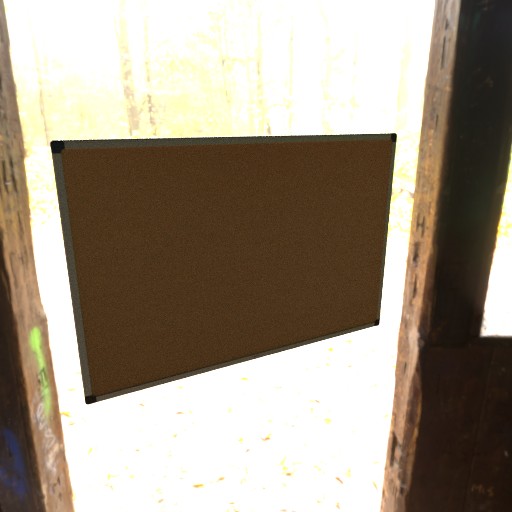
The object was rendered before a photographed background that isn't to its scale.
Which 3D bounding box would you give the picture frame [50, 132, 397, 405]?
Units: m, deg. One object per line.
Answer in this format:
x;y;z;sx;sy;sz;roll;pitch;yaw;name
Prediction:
0.000;0.000;1.144;0.900;0.600;0.010;-9;20;-26;picture frame
